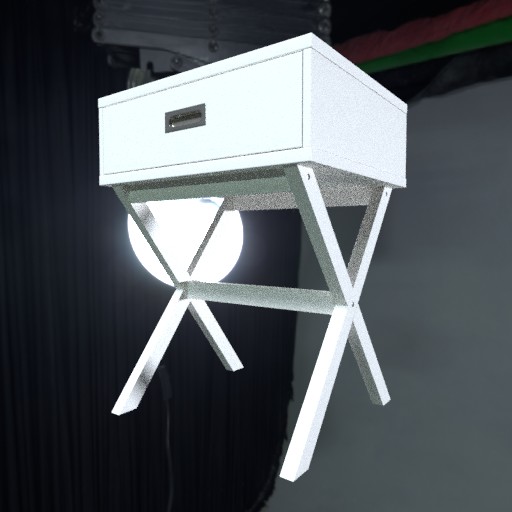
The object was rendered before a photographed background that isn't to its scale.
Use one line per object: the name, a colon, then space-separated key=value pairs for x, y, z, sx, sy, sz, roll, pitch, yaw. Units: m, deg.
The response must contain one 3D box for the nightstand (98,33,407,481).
nightstand: x=0.000 y=0.000 z=0.907 sx=0.479 sy=0.623 sz=0.402 roll=2 pitch=3 yaw=36
